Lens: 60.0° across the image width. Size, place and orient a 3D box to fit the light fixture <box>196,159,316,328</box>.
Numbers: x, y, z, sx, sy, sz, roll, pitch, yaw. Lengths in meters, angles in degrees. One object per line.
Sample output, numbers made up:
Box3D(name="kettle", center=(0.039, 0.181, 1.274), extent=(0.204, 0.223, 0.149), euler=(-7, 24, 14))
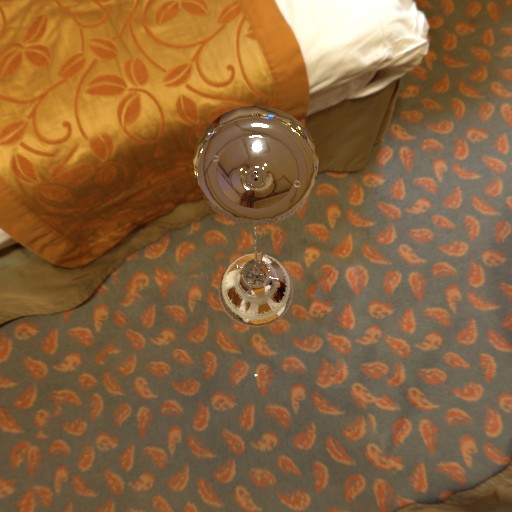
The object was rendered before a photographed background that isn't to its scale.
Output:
Box3D(name="light fixture", center=(0.000, 0.000, 1.582), extent=(0.374, 1.457, 0.374), euler=(18, 76, 5))
